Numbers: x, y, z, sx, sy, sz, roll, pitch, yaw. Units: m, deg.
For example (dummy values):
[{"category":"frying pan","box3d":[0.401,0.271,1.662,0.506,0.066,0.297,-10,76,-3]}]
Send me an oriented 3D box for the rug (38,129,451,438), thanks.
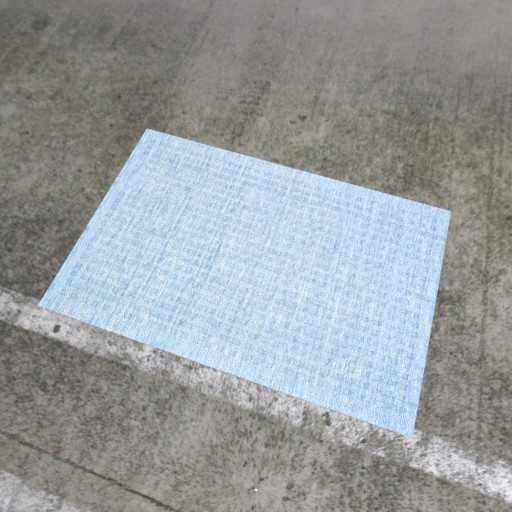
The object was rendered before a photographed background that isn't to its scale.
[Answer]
[{"category":"rug","box3d":[0.000,0.000,2.862,2.286,0.006,1.522,17,64,9]}]
